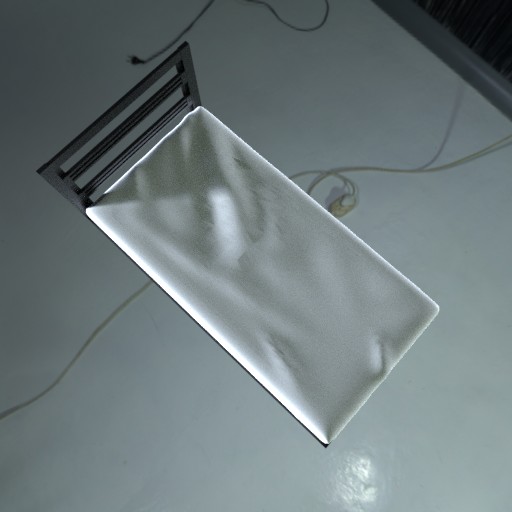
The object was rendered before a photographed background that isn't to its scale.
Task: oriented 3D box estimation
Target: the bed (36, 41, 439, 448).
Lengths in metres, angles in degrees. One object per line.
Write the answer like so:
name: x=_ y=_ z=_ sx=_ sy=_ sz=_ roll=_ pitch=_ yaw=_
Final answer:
bed: x=0.000 y=0.000 z=2.478 sx=1.930 sy=0.967 sz=0.991 roll=42 pitch=79 yaw=10
